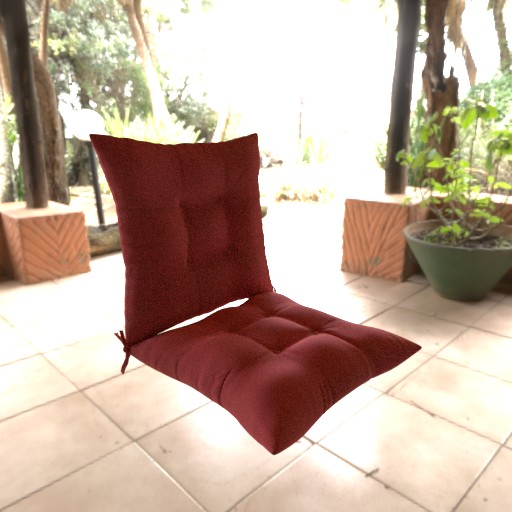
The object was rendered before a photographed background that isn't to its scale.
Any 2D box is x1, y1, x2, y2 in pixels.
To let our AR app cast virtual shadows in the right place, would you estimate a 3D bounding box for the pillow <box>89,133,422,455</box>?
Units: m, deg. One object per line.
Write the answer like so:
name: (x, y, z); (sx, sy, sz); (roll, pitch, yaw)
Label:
pillow: (0.000, 0.000, 0.995); (0.585, 0.536, 0.541); (15, 21, 43)
